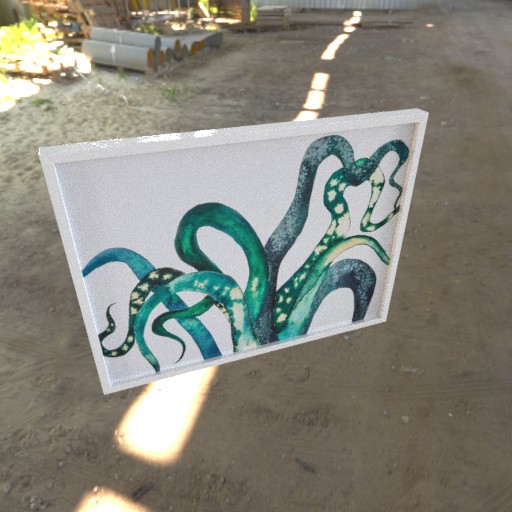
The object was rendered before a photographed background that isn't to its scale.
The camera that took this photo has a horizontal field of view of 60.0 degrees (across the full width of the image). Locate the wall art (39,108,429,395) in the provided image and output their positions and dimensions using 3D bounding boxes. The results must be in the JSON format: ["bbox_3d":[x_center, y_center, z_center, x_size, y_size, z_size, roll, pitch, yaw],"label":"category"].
[{"bbox_3d":[0.000,0.000,1.362,1.041,0.787,0.053,-11,34,-17],"label":"wall art"}]
